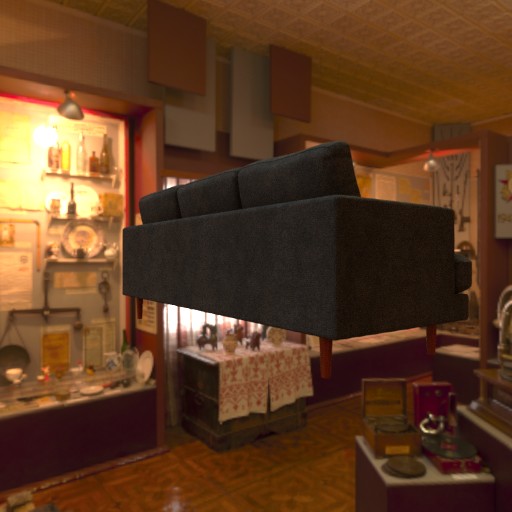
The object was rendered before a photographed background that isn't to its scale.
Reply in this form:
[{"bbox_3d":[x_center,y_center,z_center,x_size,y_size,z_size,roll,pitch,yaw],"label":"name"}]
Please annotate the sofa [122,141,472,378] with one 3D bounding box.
[{"bbox_3d":[0.000,0.000,2.697,0.903,0.930,2.246,0,0,-36],"label":"sofa"}]
